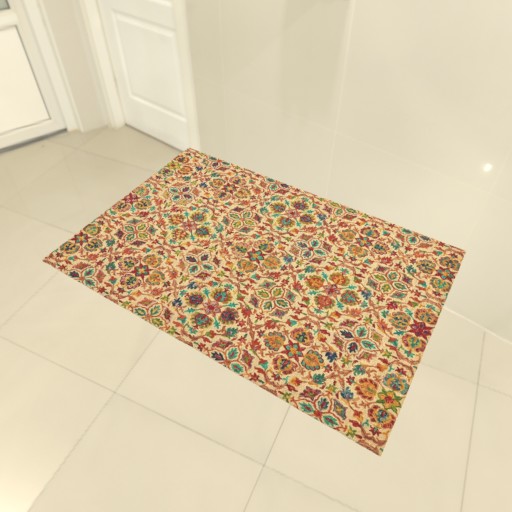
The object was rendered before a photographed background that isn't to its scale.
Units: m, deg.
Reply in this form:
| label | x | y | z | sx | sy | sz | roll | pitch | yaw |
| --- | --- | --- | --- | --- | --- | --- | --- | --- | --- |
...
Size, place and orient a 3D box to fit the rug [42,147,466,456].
| label | x | y | z | sx | sy | sz | roll | pitch | yaw |
| --- | --- | --- | --- | --- | --- | --- | --- | --- | --- |
| rug | 0.000 | 0.000 | 2.302 | 1.838 | 0.013 | 1.226 | 24 | 51 | 21 |
